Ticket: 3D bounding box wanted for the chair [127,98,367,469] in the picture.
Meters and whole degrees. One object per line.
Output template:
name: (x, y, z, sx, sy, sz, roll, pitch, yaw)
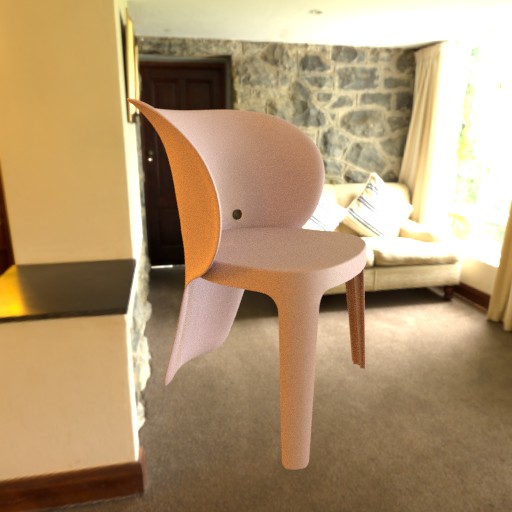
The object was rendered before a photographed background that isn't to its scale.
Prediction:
chair: (0.000, 0.000, 0.844, 0.402, 0.554, 0.451, 8, 17, 27)
